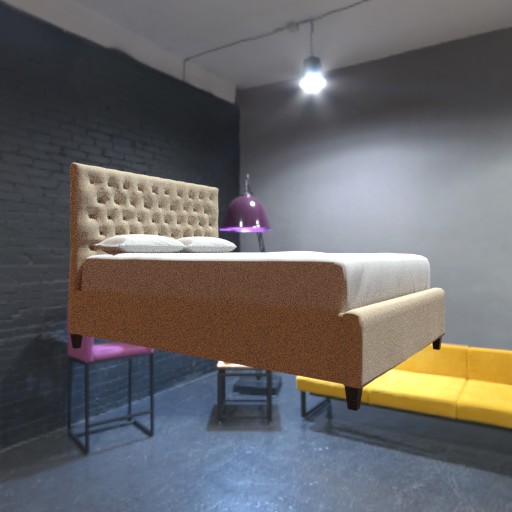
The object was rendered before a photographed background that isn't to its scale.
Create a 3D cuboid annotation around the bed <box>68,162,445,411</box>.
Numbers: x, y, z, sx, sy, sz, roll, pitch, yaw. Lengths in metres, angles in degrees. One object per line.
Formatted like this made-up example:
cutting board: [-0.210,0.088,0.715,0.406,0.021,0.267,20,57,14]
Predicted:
bed: [0.000,0.000,3.411,2.387,1.427,1.698,0,1,36]
